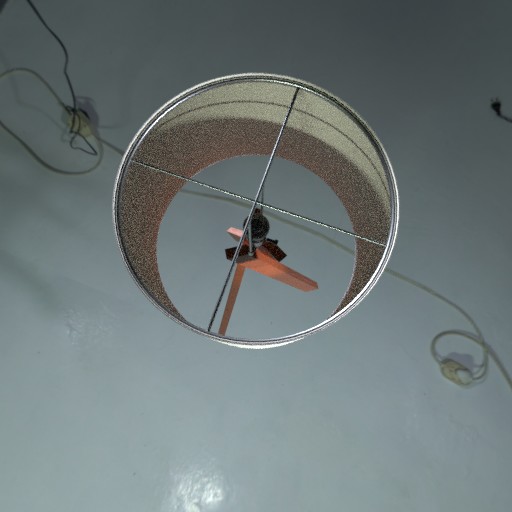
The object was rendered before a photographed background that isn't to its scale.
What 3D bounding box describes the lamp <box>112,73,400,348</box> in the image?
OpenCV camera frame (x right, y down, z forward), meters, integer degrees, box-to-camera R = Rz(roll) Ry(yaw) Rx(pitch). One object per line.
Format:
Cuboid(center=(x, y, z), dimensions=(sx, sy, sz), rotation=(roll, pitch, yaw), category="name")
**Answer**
Cuboid(center=(0.000, 0.000, 0.921), dimensions=(0.380, 0.686, 0.380), rotation=(19, 78, 4), category="lamp")
